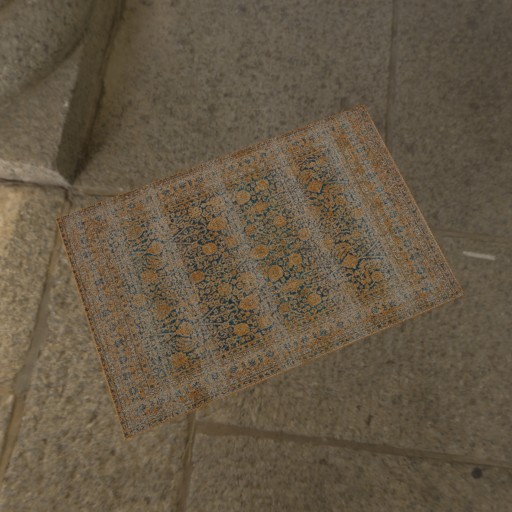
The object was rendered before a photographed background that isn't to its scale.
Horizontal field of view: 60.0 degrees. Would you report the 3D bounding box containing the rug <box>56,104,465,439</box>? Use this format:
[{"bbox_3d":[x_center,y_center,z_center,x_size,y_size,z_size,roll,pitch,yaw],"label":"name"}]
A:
[{"bbox_3d":[0.000,0.000,2.965,2.336,0.007,1.525,-22,77,-5],"label":"rug"}]
